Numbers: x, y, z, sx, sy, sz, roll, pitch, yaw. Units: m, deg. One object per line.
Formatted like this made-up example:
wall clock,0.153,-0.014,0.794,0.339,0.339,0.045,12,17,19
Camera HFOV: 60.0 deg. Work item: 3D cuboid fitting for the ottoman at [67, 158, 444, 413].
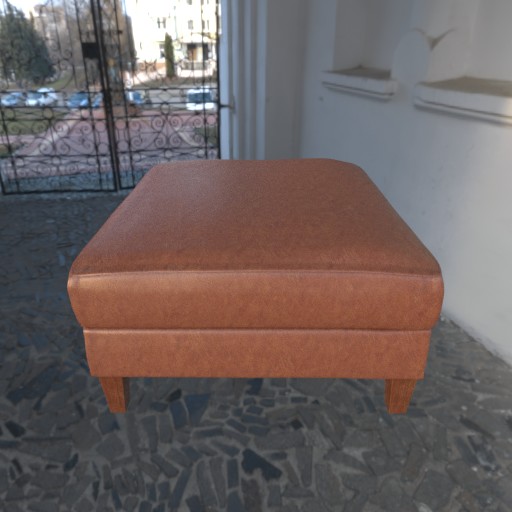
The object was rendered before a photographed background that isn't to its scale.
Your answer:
ottoman,0.000,0.000,1.448,0.836,0.472,0.987,0,26,0
